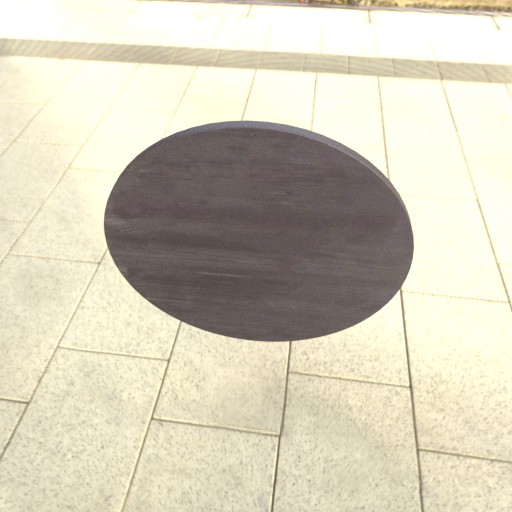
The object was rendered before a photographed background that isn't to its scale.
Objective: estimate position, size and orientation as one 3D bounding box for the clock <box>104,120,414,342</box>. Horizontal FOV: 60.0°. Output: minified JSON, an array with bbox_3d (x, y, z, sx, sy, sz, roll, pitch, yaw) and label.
[{"bbox_3d":[0.000,0.000,0.884,0.595,0.595,0.029,4,48,4],"label":"clock"}]
